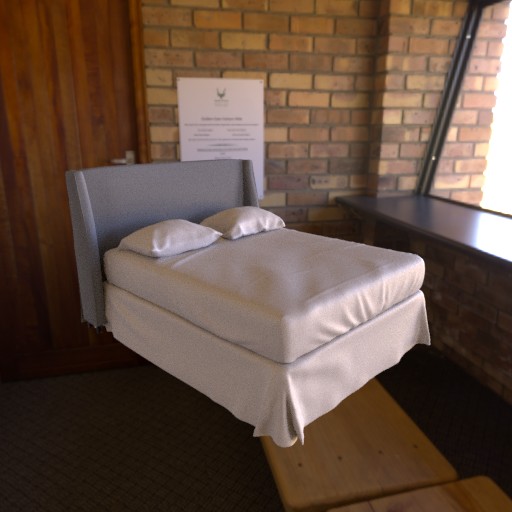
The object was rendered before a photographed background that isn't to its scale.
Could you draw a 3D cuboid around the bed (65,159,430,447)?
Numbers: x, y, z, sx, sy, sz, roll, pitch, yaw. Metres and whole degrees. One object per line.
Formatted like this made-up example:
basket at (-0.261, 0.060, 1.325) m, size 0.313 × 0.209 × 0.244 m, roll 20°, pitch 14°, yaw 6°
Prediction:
bed at (0.000, 0.000, 3.466) m, size 2.276 × 1.332 × 1.925 m, roll 15°, pitch 22°, yaw 42°
